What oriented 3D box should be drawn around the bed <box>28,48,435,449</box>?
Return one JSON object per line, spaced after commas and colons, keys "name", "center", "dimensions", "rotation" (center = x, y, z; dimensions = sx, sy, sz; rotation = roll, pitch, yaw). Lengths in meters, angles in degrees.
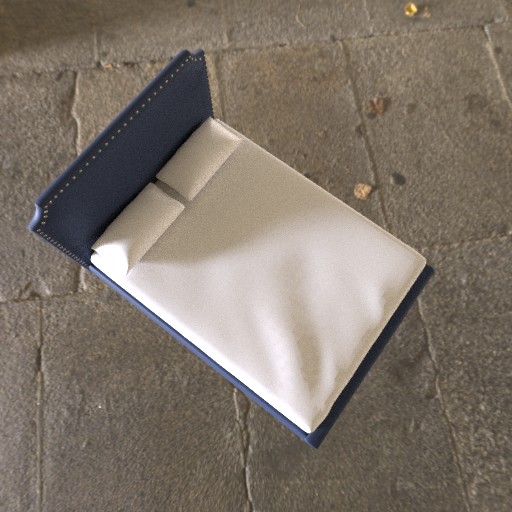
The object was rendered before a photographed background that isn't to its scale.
{"name": "bed", "center": [0.000, 0.000, 3.331], "dimensions": [2.372, 1.443, 1.712], "rotation": [36, 77, 10]}
